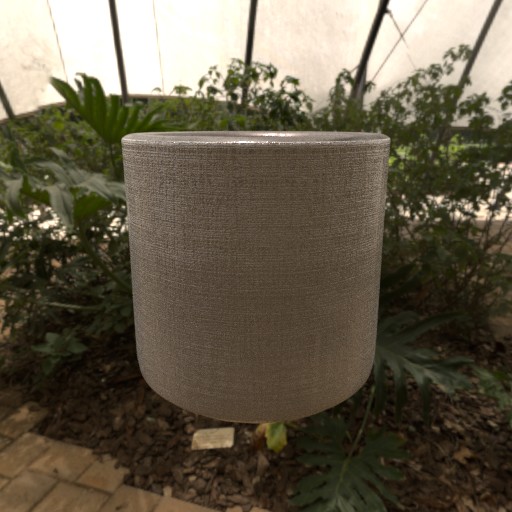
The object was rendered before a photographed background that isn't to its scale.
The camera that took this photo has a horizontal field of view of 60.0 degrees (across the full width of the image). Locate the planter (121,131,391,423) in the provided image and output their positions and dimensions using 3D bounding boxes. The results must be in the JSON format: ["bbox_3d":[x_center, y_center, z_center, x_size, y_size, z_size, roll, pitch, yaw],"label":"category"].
[{"bbox_3d":[0.000,0.000,0.291,0.160,0.156,0.160,0,17,0],"label":"planter"}]
